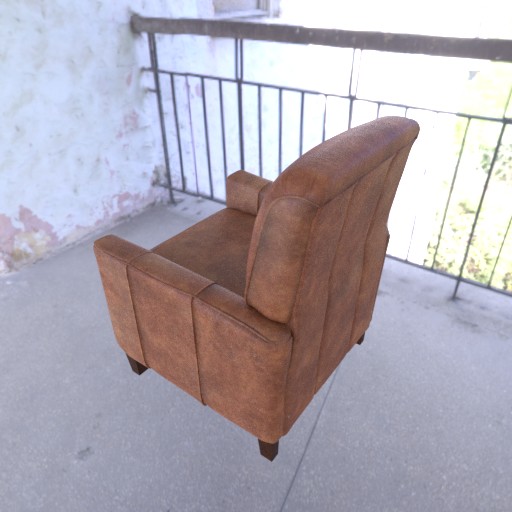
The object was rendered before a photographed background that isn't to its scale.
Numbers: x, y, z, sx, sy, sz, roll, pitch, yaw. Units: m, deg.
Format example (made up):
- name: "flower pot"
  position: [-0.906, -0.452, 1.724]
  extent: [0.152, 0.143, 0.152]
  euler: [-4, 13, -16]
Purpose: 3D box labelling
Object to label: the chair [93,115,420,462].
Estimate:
- name: "chair"
  position: [0.000, 0.000, 1.648]
  extent: [0.836, 1.043, 0.843]
  euler: [22, 38, 30]
